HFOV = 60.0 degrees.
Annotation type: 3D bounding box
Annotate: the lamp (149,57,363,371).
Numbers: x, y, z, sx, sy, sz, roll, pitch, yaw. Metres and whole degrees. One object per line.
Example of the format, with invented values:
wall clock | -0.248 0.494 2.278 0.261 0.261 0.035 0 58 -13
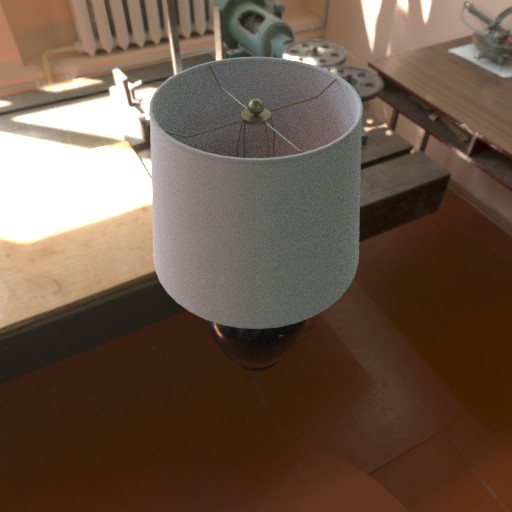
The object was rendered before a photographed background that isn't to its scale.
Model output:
lamp | 0.000 0.000 0.537 0.239 0.399 0.239 0 46 0
